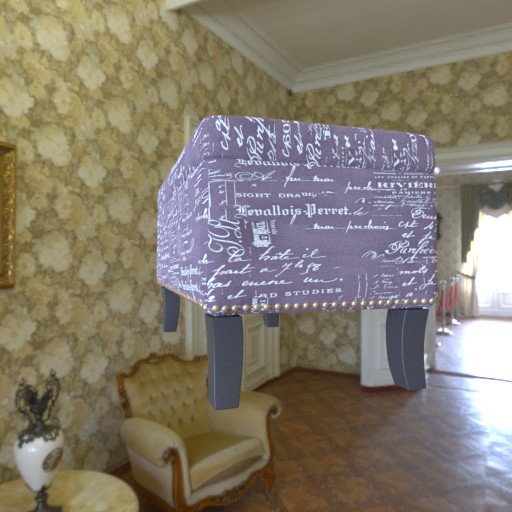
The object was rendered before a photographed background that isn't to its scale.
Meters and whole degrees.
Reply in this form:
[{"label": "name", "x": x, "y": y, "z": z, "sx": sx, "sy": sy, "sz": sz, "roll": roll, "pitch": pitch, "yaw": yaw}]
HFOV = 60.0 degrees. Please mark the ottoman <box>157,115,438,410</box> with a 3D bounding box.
[{"label": "ottoman", "x": 0.000, "y": 0.000, "z": 1.065, "sx": 0.406, "sy": 0.457, "sz": 0.813, "roll": 0, "pitch": 0, "yaw": -17}]
